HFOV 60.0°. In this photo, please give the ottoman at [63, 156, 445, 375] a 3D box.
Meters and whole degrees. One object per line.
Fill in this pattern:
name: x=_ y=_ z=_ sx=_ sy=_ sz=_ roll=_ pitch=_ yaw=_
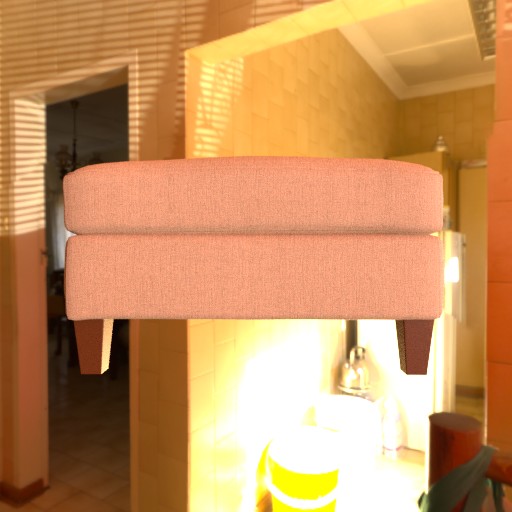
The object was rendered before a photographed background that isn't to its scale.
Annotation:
ottoman: x=0.000 y=0.000 z=1.348 sx=0.838 sy=0.503 sz=0.838 roll=0 pitch=2 yaw=1
